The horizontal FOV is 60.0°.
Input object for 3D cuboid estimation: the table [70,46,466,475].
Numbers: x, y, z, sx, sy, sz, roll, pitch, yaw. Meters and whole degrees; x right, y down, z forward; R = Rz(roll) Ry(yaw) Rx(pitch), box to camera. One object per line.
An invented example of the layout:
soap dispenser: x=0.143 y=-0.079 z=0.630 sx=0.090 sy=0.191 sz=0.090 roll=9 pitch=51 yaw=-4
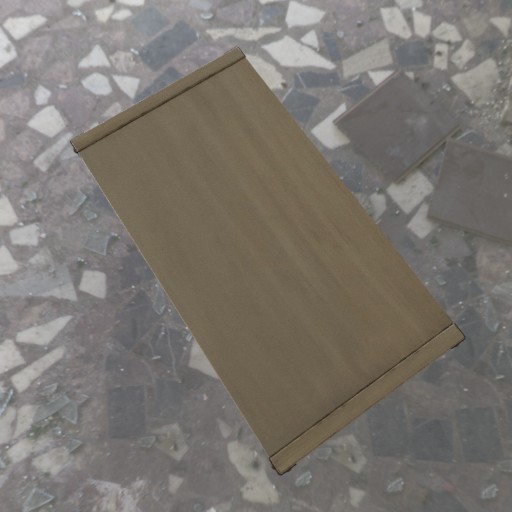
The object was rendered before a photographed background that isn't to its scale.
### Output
table: x=0.000 y=0.000 z=1.350 sx=0.559 sy=0.456 sz=1.016 roll=-33 pitch=78 yaw=-8
